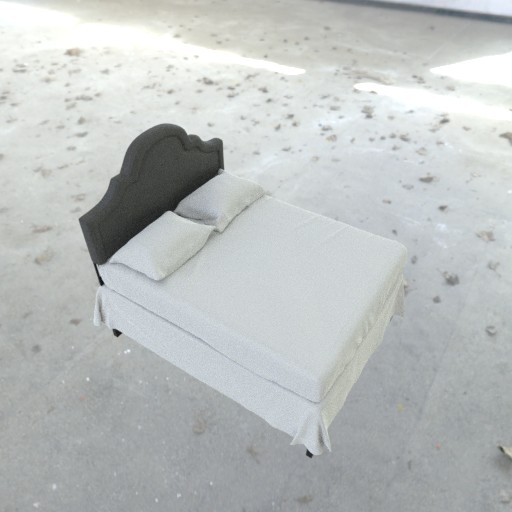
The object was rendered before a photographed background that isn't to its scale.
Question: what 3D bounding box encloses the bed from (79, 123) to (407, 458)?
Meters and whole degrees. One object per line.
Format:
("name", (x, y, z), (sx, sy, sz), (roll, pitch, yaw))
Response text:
("bed", (0.000, 0.000, 3.480), (2.222, 1.634, 1.780), (23, 46, 25))
